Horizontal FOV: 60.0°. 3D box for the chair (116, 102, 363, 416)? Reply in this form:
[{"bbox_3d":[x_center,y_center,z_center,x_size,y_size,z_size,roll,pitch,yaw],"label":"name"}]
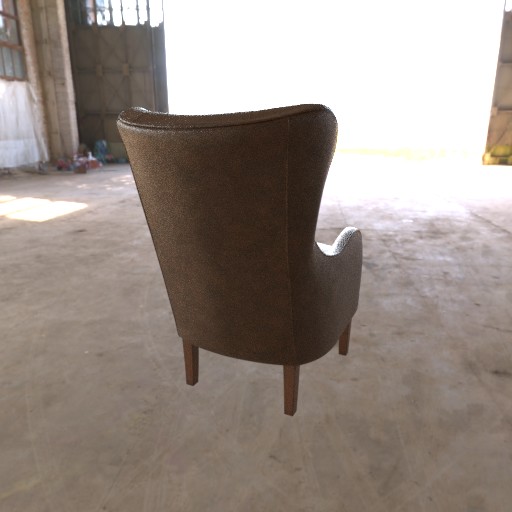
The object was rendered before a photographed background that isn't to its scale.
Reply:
[{"bbox_3d":[0.000,0.000,1.658,0.692,1.048,0.914,8,18,26],"label":"chair"}]
